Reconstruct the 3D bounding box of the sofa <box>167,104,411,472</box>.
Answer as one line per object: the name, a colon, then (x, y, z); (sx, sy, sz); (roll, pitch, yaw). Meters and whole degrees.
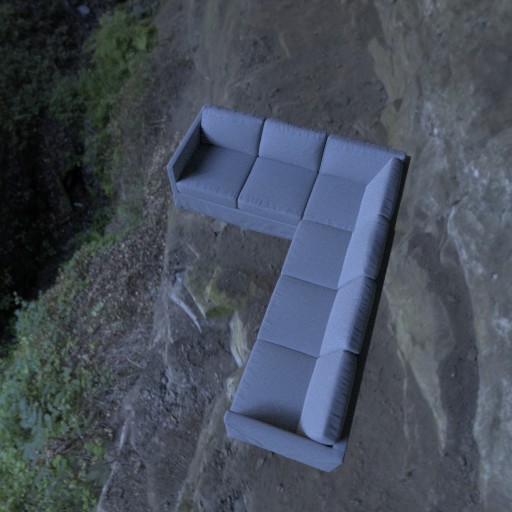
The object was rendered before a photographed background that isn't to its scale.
sofa: (0.000, 0.000, 4.359); (2.432, 0.871, 3.182); (17, 60, 10)
